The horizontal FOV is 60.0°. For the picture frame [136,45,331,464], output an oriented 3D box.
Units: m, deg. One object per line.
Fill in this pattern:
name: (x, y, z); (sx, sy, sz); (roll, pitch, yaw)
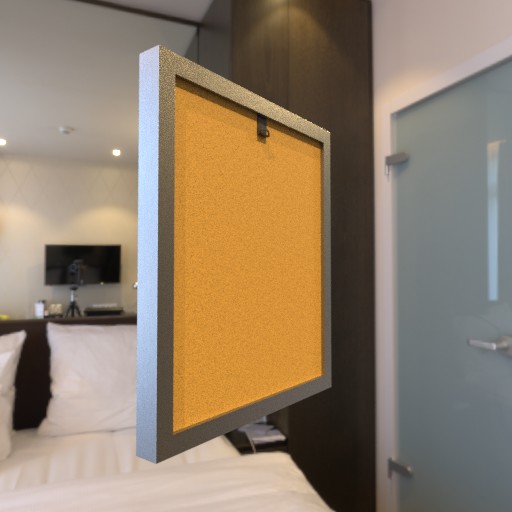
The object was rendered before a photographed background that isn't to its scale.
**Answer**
picture frame: (0.000, 0.000, 1.375); (0.073, 0.968, 0.839); (-1, -2, 38)
